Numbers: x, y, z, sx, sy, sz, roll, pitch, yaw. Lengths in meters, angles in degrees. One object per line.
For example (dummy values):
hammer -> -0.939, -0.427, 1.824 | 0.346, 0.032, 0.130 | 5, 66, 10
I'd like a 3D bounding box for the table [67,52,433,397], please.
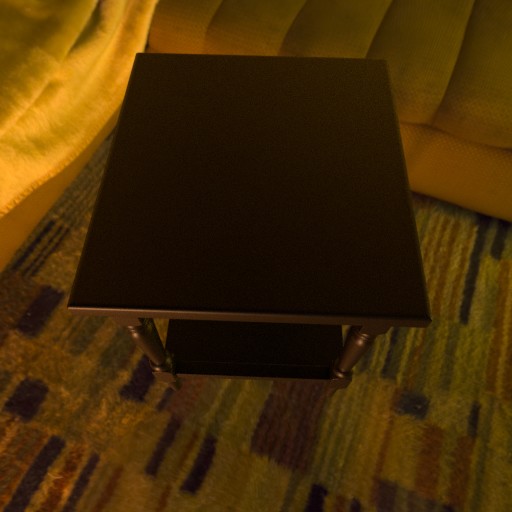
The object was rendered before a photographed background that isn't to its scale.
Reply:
table -> 0.000, 0.000, 0.896 | 0.442, 0.565, 0.488 | 2, 60, 1
